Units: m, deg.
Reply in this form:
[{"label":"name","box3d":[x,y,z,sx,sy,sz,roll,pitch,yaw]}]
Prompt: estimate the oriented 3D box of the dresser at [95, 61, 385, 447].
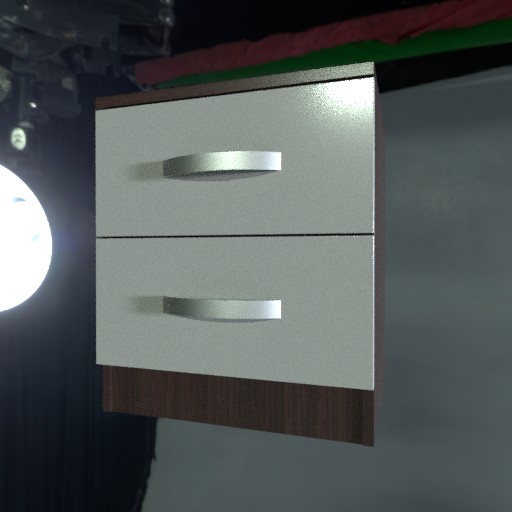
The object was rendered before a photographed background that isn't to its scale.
[{"label":"dresser","box3d":[0.000,0.000,0.741,0.400,0.470,0.360,0,0,18]}]
